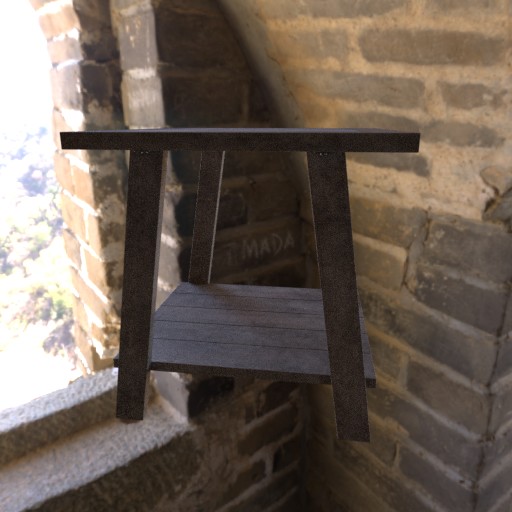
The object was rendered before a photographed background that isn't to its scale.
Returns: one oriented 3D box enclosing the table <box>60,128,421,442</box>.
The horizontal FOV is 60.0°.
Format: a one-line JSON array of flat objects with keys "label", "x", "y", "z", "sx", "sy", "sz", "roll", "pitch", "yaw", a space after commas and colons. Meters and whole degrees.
[{"label": "table", "x": 0.000, "y": 0.000, "z": 1.112, "sx": 0.610, "sy": 0.610, "sz": 0.610, "roll": 2, "pitch": 17, "yaw": 8}]
